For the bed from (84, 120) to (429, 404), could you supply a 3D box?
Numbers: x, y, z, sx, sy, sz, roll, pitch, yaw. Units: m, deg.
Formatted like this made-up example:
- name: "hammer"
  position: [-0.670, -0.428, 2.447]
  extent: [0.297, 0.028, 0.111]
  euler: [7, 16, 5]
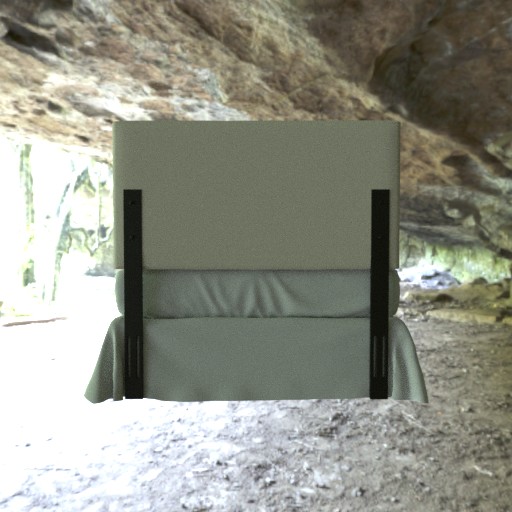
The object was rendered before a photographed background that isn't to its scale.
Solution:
- name: "bed"
  position: [0.000, 0.000, 3.515]
  extent: [1.936, 1.577, 2.222]
  euler: [0, 2, 0]
